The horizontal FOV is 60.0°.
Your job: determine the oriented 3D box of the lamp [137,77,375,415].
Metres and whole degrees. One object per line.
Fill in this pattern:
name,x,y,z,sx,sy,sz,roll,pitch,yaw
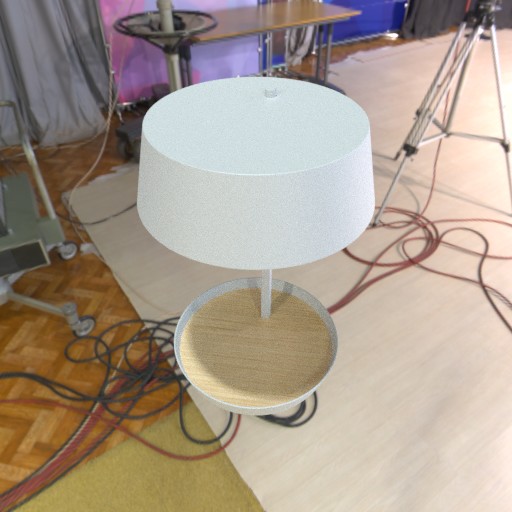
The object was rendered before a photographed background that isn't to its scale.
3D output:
lamp,0.000,0.000,0.625,0.291,0.429,0.291,0,41,0
